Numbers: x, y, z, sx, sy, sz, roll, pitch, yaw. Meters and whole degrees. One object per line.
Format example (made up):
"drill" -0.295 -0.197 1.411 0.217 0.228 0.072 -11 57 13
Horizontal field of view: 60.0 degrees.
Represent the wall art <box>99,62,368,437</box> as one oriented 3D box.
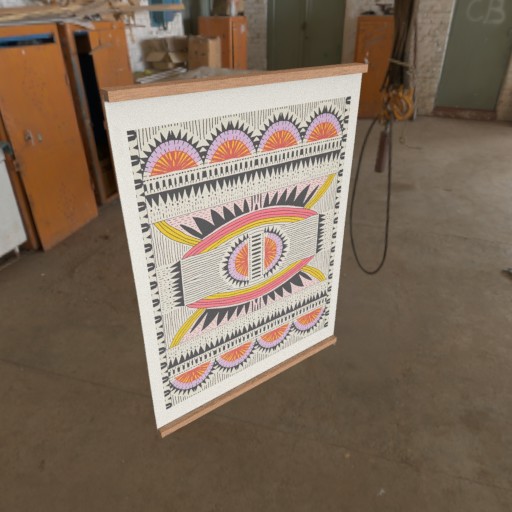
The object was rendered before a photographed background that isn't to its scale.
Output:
"wall art" 0.000 0.000 0.796 0.456 0.609 0.028 -20 35 -31
